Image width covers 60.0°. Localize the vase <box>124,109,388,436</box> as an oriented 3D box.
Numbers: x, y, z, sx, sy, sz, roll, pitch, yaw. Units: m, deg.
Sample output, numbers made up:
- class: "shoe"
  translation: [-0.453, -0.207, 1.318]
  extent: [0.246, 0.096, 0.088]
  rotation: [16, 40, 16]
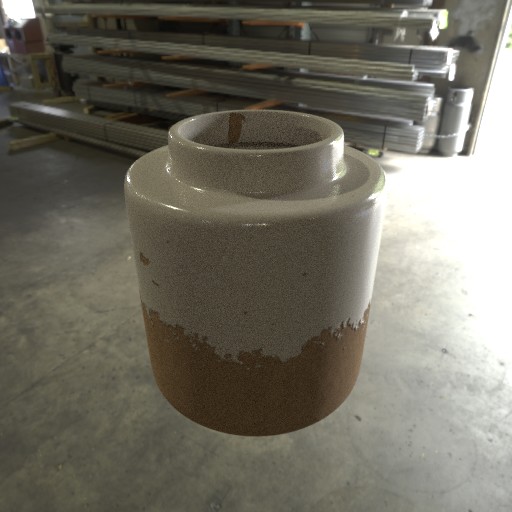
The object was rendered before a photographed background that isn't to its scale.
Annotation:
- class: "vase"
  translation: [0.000, 0.000, 0.291]
  extent: [0.153, 0.167, 0.153]
  rotation: [0, 30, 0]
